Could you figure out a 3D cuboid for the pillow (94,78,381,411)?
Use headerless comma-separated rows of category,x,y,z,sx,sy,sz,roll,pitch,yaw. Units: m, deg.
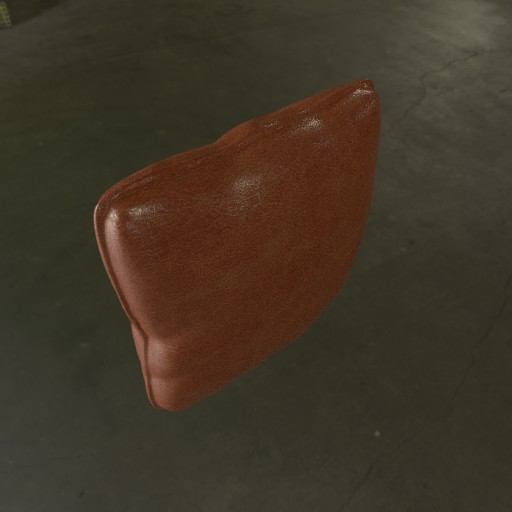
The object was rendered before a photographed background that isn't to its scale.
pillow,0.000,0.000,0.803,0.532,0.523,0.236,-32,53,-28
